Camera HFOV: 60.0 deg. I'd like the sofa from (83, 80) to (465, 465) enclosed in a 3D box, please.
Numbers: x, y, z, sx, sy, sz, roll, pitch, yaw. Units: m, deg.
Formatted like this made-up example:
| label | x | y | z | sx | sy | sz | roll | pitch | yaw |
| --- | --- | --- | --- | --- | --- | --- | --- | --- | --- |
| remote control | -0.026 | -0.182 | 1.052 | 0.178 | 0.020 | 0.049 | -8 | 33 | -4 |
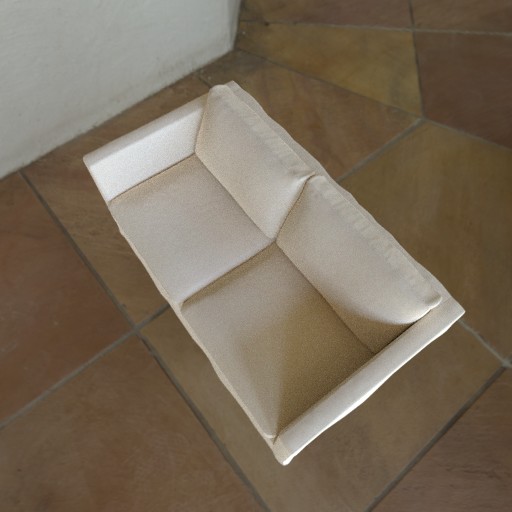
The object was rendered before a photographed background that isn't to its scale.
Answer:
| label | x | y | z | sx | sy | sz | roll | pitch | yaw |
| --- | --- | --- | --- | --- | --- | --- | --- | --- | --- |
| sofa | 0.000 | 0.000 | 2.300 | 0.962 | 0.834 | 1.746 | -33 | 67 | -16 |
